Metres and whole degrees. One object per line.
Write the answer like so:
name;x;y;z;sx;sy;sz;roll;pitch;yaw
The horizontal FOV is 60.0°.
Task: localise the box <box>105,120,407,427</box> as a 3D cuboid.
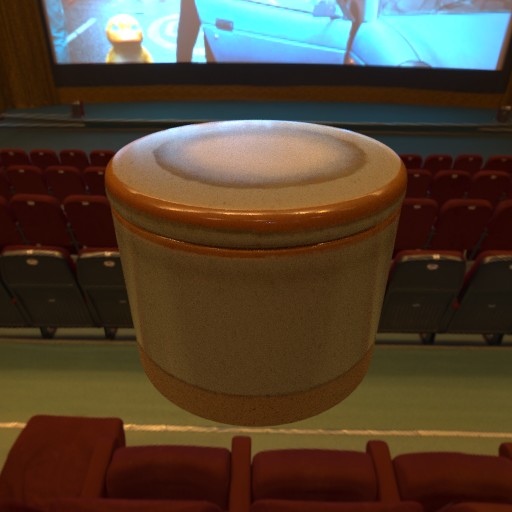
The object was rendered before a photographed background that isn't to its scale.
box;0.000;0.000;0.209;0.123;0.100;0.123;0;30;0
